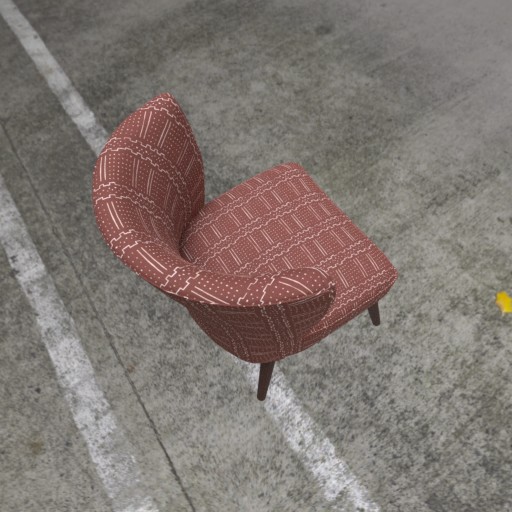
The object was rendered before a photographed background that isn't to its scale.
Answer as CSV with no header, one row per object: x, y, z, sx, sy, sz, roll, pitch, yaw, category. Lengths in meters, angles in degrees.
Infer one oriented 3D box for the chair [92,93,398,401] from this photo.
0.000,0.000,1.381,0.758,0.866,0.706,-30,63,-17,chair
